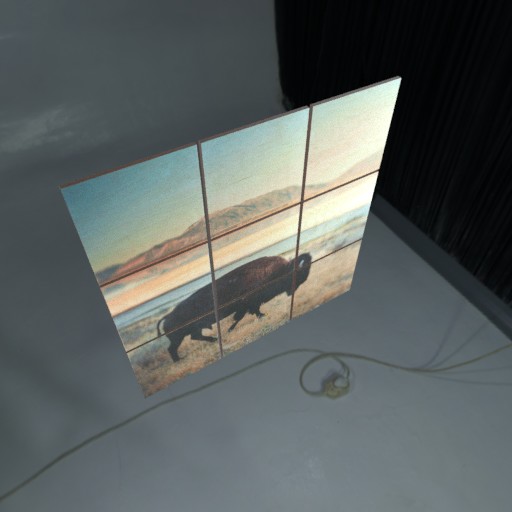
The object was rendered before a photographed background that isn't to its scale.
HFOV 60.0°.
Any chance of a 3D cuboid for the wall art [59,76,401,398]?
[{"bbox_3d":[0.000,0.000,1.359,0.906,0.904,0.018,-24,51,-21],"label":"wall art"}]
